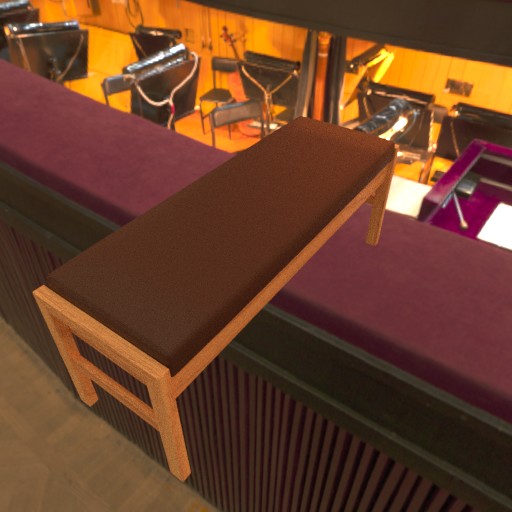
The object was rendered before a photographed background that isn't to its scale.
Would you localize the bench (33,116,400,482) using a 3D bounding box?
[{"bbox_3d":[0.000,0.000,1.431,0.405,0.480,1.200,25,46,26],"label":"bench"}]
